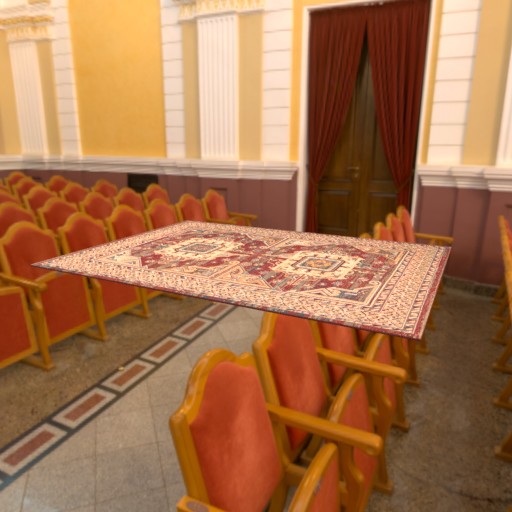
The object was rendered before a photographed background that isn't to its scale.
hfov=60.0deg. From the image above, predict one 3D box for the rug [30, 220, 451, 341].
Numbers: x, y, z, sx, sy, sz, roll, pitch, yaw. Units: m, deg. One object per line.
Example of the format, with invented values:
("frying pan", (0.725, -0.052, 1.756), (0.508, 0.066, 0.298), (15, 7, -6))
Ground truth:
("rug", (0.000, 0.000, 2.849), (2.210, 0.011, 1.599), (8, 17, 26))
